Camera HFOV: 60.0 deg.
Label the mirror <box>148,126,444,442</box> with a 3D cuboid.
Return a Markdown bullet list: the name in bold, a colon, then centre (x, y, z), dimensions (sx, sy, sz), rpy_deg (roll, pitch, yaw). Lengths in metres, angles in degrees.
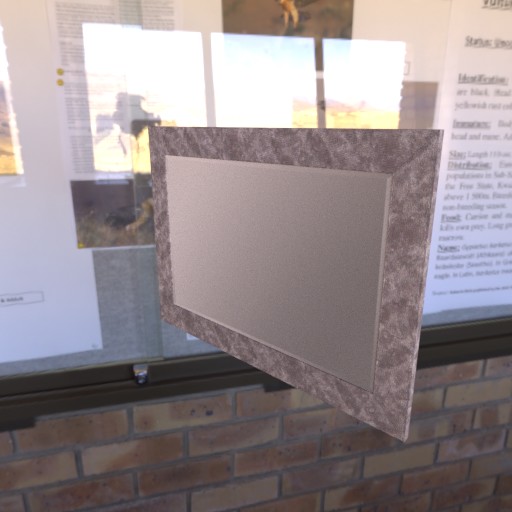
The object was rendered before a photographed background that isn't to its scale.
- **mirror**: centre (0.000, 0.000, 1.428), dimensions (1.101, 0.795, 0.022), rpy_deg (15, 23, 41)
